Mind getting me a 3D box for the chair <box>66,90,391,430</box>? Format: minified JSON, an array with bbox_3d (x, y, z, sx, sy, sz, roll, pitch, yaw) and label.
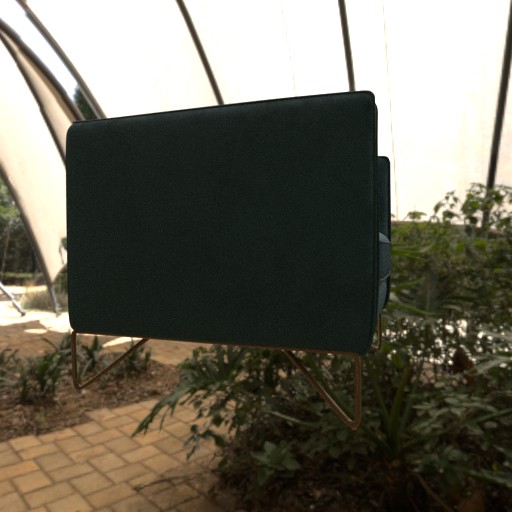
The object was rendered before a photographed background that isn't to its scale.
[{"bbox_3d":[0.000,0.000,1.543,0.894,0.790,0.880,0,1,19],"label":"chair"}]
